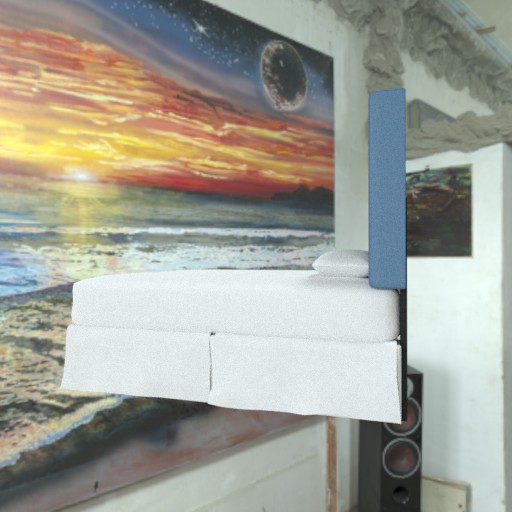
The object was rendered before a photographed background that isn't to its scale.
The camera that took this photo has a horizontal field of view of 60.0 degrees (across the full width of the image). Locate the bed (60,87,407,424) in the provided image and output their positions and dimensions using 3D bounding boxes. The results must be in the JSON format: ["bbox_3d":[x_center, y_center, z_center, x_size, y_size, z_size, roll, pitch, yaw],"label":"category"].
[{"bbox_3d":[0.000,0.000,3.251,2.078,1.665,1.719,0,0,18],"label":"bed"}]
